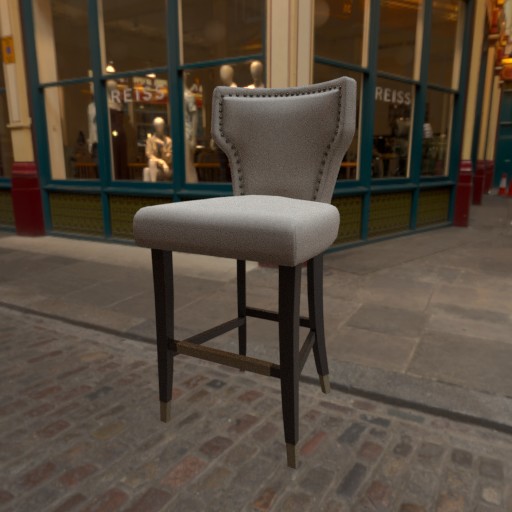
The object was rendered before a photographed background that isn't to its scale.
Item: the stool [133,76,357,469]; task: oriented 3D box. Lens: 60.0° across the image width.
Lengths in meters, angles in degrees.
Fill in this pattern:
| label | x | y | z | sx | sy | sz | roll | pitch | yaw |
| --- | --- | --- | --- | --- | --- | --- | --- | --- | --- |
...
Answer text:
| label | x | y | z | sx | sy | sz | roll | pitch | yaw |
| --- | --- | --- | --- | --- | --- | --- | --- | --- | --- |
| stool | 0.000 | 0.000 | 1.420 | 0.526 | 1.092 | 0.563 | 7 | 15 | 27 |
